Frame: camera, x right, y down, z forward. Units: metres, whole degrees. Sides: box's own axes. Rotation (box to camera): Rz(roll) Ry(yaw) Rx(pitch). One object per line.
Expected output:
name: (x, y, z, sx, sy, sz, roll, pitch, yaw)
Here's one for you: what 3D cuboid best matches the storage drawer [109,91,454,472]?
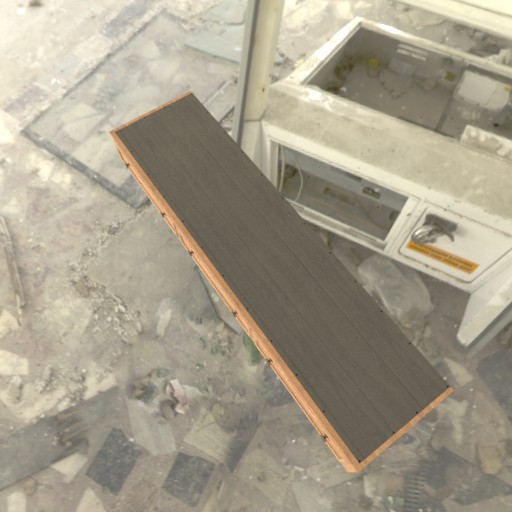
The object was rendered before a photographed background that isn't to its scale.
storage drawer: (0.000, 0.000, 2.217, 0.538, 0.264, 2.032, -33, 69, -15)
